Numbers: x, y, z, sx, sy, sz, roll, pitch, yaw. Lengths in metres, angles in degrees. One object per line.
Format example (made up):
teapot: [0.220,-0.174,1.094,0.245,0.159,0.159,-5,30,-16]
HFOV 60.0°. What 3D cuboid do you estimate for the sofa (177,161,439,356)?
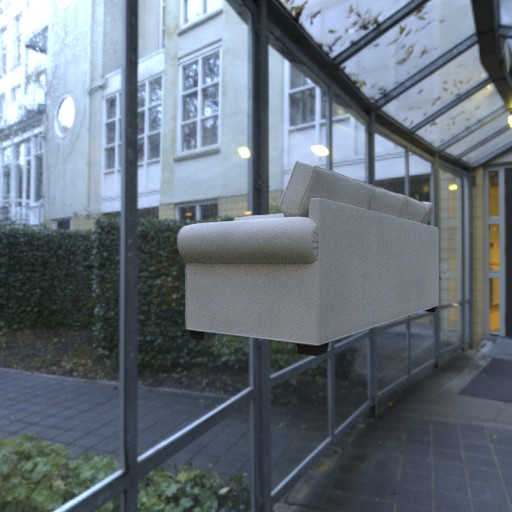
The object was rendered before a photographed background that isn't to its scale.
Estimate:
sofa: [0.000,0.000,3.908,2.487,1.054,2.569,0,-1,35]
